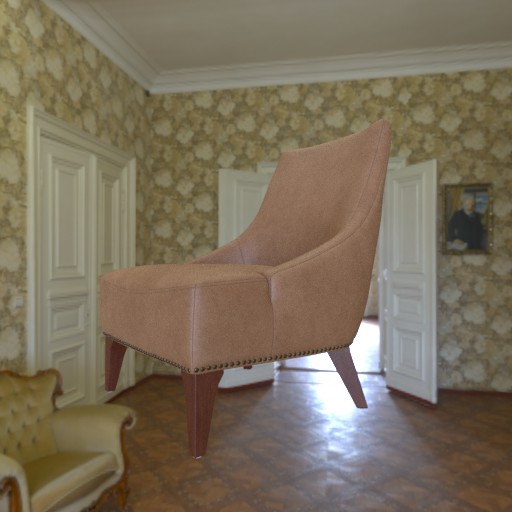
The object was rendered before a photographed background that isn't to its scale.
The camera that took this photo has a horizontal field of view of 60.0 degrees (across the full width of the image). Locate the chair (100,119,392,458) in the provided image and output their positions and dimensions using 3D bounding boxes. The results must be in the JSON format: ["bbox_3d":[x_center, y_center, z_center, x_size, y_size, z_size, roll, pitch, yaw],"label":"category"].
[{"bbox_3d":[0.000,0.000,1.465,0.861,0.909,0.701,1,-1,-36],"label":"chair"}]
